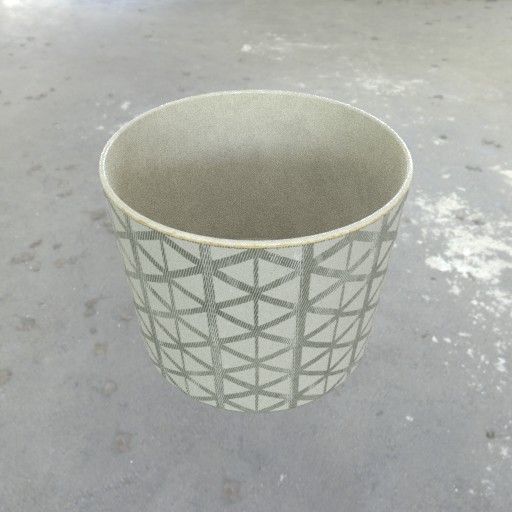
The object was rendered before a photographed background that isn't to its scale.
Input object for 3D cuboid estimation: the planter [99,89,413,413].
[{"bbox_3d":[0.000,0.000,0.442,0.250,0.239,0.250,0,41,0],"label":"planter"}]
